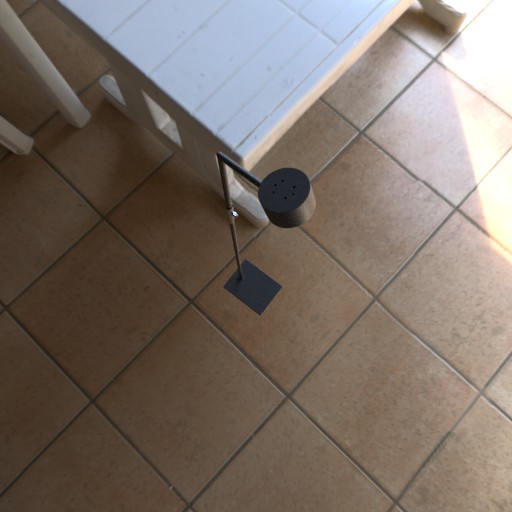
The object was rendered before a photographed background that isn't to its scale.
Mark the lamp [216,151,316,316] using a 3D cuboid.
[{"bbox_3d":[0.000,0.000,1.714,0.304,1.600,0.203,37,79,8],"label":"lamp"}]
